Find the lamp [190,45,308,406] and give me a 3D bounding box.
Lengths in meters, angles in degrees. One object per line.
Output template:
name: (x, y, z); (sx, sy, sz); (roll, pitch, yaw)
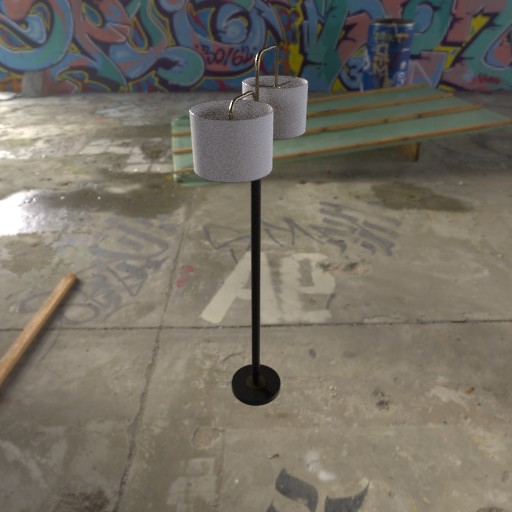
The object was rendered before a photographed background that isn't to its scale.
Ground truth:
lamp: (0.000, 0.000, 1.878); (0.254, 1.587, 0.711); (10, 33, 16)
